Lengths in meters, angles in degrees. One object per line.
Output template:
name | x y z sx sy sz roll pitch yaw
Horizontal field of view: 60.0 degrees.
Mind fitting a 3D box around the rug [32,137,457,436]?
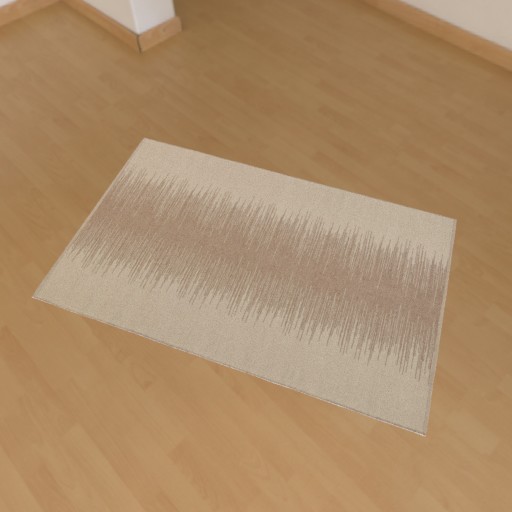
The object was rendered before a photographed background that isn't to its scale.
rug | 0.000 0.000 2.933 2.440 0.012 1.522 17 59 10
